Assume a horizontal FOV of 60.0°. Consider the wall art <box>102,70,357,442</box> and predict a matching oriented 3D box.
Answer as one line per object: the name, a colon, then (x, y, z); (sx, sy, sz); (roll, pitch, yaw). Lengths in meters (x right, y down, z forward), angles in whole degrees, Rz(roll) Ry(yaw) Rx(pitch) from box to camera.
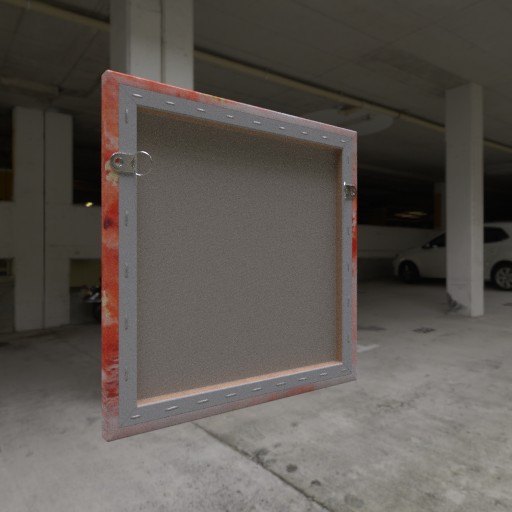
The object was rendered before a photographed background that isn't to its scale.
wall art: (0.000, 0.000, 1.110); (0.747, 0.746, 0.064); (0, 0, -37)
